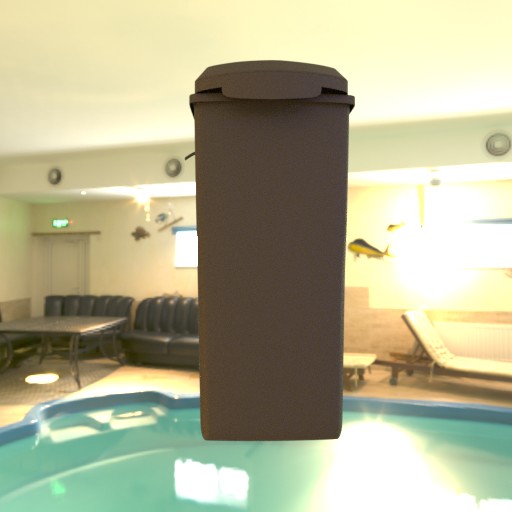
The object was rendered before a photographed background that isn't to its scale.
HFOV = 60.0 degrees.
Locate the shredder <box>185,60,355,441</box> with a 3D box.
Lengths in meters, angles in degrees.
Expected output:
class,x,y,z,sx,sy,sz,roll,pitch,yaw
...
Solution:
class,x,y,z,sx,sy,sz,roll,pitch,yaw
shredder,0.000,0.000,0.520,0.170,0.335,0.320,0,-1,-1
